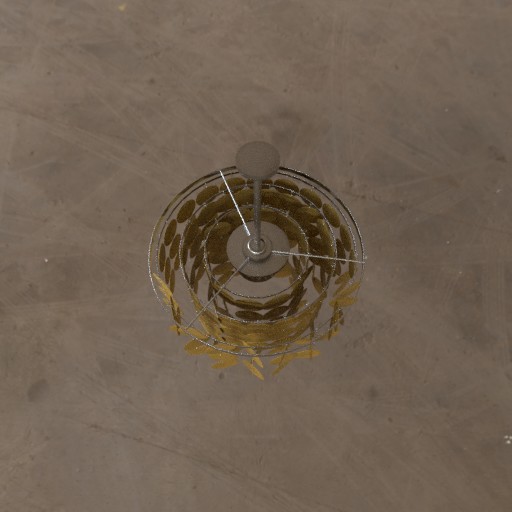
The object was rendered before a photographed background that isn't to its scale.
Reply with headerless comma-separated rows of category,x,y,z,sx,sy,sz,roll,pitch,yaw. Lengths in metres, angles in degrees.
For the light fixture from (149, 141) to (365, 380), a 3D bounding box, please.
light fixture,0.000,0.000,0.744,0.368,0.492,0.368,0,63,0
